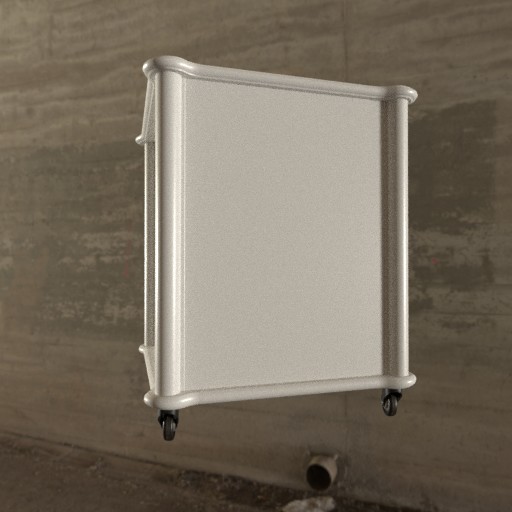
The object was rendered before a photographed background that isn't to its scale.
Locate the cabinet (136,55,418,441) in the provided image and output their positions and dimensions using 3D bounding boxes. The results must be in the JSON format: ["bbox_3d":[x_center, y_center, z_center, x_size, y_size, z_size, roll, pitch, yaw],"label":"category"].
[{"bbox_3d":[0.000,0.000,1.211,0.628,0.761,0.627,0,-1,-16],"label":"cabinet"}]
